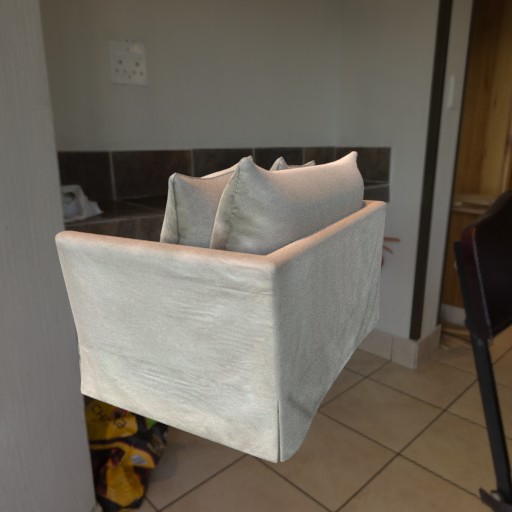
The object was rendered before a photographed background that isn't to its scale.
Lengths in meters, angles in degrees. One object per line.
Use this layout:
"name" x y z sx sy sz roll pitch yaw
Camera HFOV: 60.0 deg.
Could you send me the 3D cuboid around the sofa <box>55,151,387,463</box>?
"sofa" 0.000 0.000 2.271 1.035 1.040 1.608 7 16 27
